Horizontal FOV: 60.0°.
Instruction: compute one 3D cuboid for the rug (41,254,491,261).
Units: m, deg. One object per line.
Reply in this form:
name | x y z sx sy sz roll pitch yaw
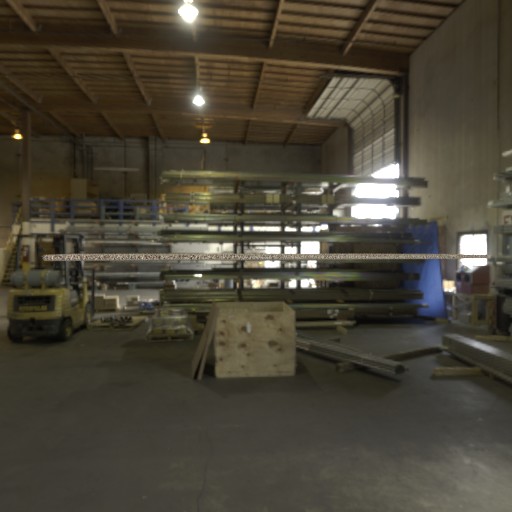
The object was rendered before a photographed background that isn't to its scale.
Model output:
rug | 0.000 0.000 3.378 2.743 0.030 1.778 0 0 -18
